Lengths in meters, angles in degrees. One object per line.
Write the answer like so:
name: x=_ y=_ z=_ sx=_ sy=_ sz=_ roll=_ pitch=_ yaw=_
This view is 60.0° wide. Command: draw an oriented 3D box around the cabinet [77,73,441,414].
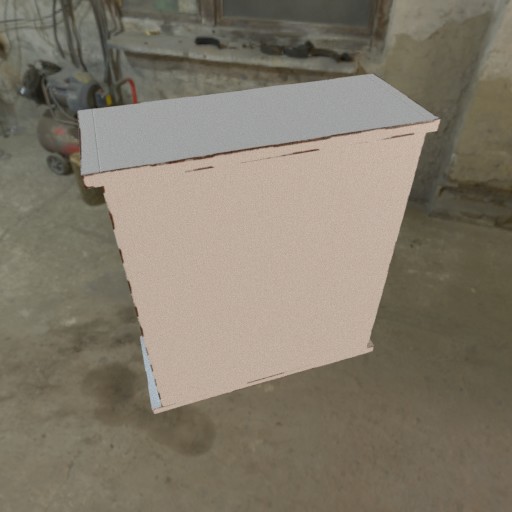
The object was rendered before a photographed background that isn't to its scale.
cabinet: x=0.000 y=0.000 z=0.906 sx=0.541 sy=0.603 sz=0.210 roll=-12 pitch=43 yaw=-13
